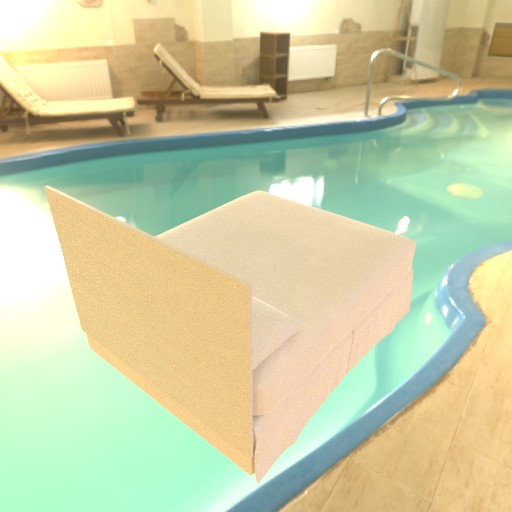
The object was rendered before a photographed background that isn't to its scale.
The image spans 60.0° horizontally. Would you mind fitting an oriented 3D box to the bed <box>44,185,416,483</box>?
[{"bbox_3d":[0.000,0.000,3.239,1.745,1.335,2.094,23,38,33],"label":"bed"}]
